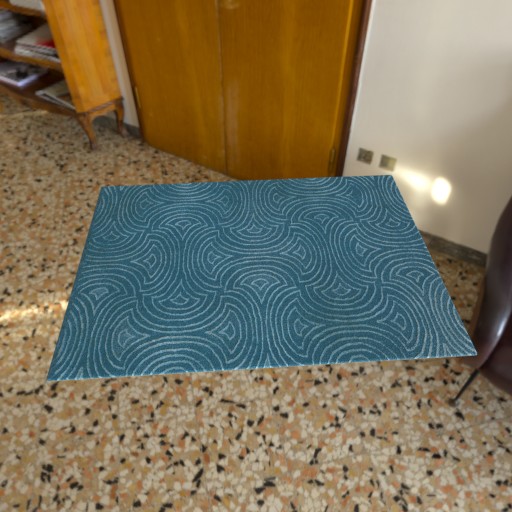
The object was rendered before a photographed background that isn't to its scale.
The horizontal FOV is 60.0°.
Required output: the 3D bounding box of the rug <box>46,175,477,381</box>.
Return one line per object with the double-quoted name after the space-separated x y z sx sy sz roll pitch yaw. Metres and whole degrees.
0.000 0.000 2.732 2.144 0.015 1.543 -3 46 -3 "rug"
